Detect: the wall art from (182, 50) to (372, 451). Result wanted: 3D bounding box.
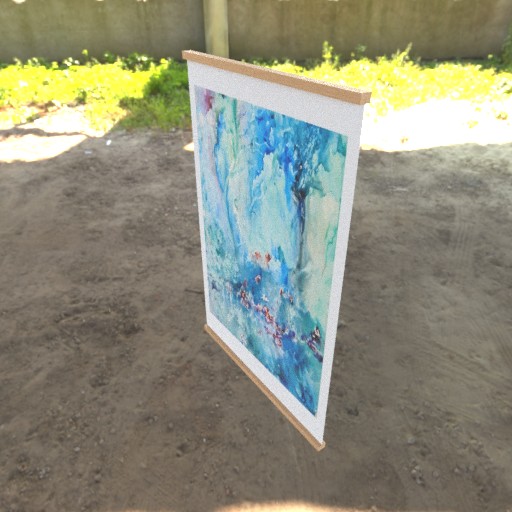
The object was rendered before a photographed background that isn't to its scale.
[{"bbox_3d":[0.000,0.000,1.284,0.027,1.020,0.669,-21,38,-30],"label":"wall art"}]
